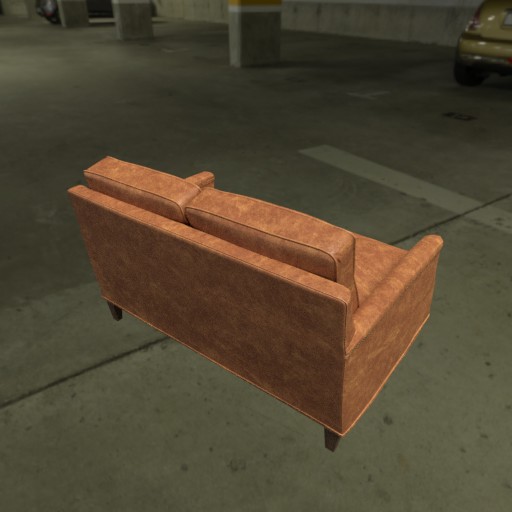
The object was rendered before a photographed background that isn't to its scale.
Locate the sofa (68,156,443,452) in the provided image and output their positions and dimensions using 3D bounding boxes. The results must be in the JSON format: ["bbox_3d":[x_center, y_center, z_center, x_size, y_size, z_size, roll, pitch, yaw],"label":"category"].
[{"bbox_3d":[0.000,0.000,2.295,1.597,1.003,1.084,21,37,31],"label":"sofa"}]
